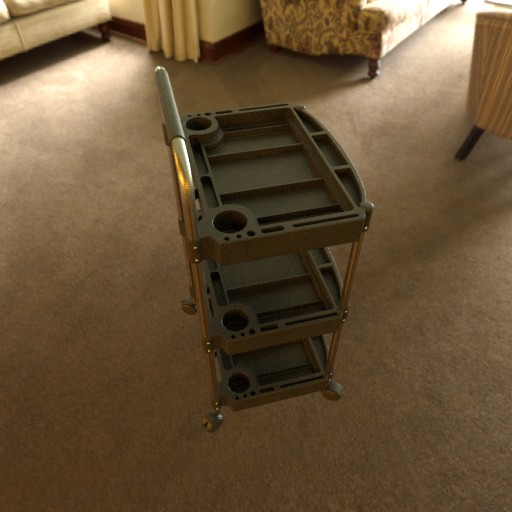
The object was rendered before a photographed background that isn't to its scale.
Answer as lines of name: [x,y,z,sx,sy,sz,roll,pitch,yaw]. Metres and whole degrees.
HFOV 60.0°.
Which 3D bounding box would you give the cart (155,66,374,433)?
cart: [0.000,0.000,1.378,0.518,1.075,0.584,-10,47,-10]
